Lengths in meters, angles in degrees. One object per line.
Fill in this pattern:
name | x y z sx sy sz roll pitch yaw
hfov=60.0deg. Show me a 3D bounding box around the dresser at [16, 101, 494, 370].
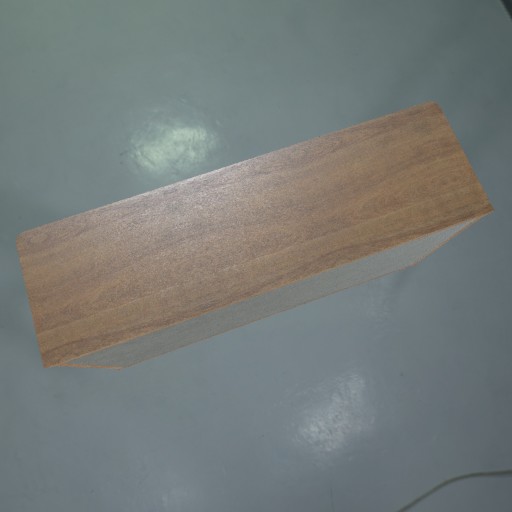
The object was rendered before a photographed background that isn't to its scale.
dresser | 0.000 0.000 1.950 1.583 0.892 0.468 -19 76 -5
